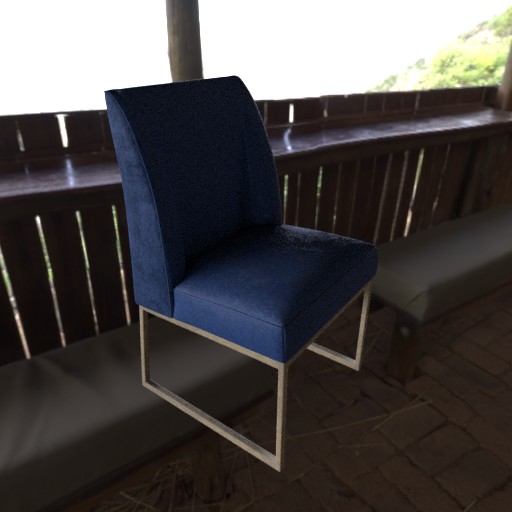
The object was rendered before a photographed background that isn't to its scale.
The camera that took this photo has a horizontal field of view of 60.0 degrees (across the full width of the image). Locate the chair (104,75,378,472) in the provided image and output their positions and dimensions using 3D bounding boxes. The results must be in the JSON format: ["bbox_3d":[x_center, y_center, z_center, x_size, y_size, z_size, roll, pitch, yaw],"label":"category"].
[{"bbox_3d":[0.000,0.000,1.207,0.522,0.863,0.508,19,32,32],"label":"chair"}]
